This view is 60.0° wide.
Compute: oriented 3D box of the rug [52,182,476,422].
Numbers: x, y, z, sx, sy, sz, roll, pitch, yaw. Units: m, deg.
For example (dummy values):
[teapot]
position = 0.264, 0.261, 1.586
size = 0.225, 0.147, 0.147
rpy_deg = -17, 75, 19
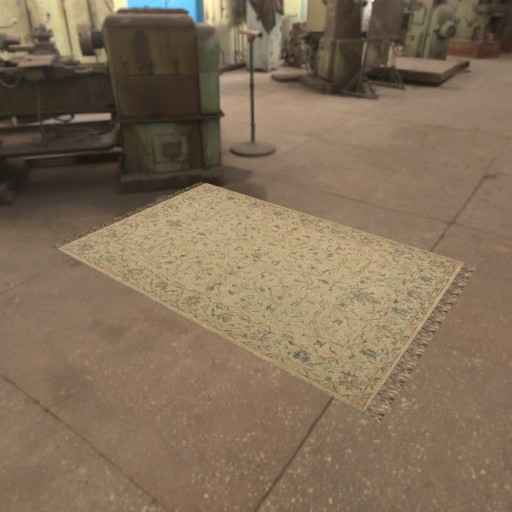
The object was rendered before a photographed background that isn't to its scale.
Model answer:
[rug]
position = 0.000, 0.000, 2.979
size = 2.435, 0.010, 1.544
rpy_deg = 21, 37, 31
